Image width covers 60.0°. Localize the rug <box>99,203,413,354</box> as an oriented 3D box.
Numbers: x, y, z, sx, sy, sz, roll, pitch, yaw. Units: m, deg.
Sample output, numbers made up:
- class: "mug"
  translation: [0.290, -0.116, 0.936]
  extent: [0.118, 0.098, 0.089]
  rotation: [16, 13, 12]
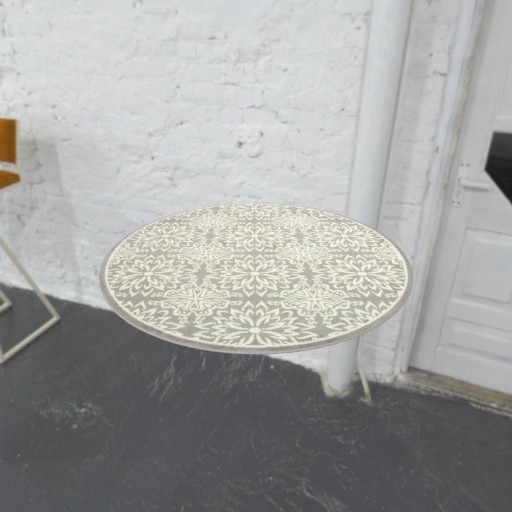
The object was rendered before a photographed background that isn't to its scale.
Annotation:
- class: "rug"
  translation: [0.000, 0.000, 2.353]
  extent: [1.593, 0.012, 1.593]
  rotation: [0, 27, 0]
